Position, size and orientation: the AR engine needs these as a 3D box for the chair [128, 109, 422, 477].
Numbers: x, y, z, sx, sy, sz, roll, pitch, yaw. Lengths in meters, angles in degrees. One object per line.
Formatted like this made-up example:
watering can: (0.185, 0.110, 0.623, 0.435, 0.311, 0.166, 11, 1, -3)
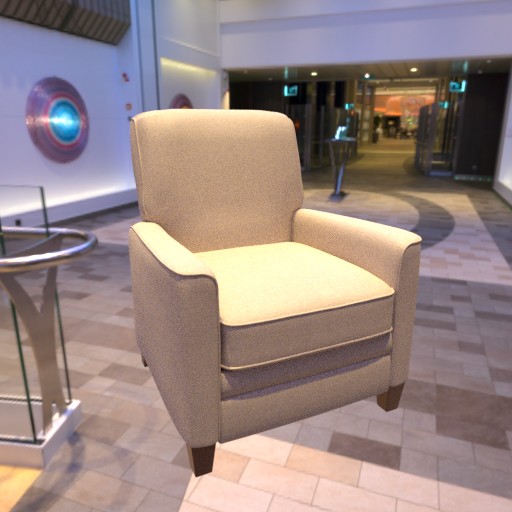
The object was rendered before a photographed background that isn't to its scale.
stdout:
chair: (0.000, 0.000, 1.597, 0.841, 1.023, 0.858, -8, 18, -25)
